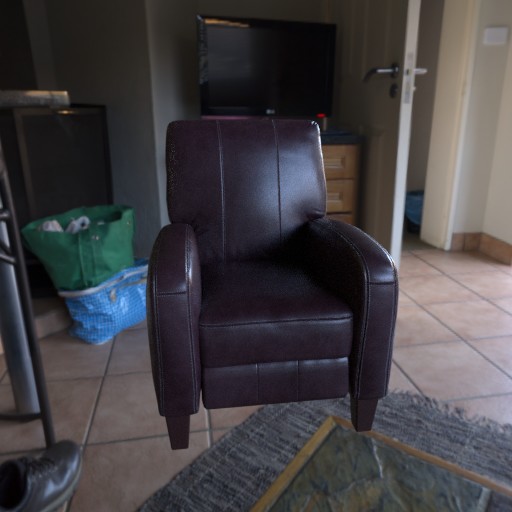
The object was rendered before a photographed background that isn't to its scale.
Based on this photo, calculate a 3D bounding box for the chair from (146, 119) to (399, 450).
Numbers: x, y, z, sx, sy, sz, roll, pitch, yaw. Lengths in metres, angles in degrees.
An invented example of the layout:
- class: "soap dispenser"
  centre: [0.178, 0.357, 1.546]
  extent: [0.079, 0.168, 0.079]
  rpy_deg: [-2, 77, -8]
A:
- class: "chair"
  centre: [0.000, 0.000, 1.695]
  extent: [0.762, 0.990, 0.990]
  rpy_deg: [-2, 18, -8]
